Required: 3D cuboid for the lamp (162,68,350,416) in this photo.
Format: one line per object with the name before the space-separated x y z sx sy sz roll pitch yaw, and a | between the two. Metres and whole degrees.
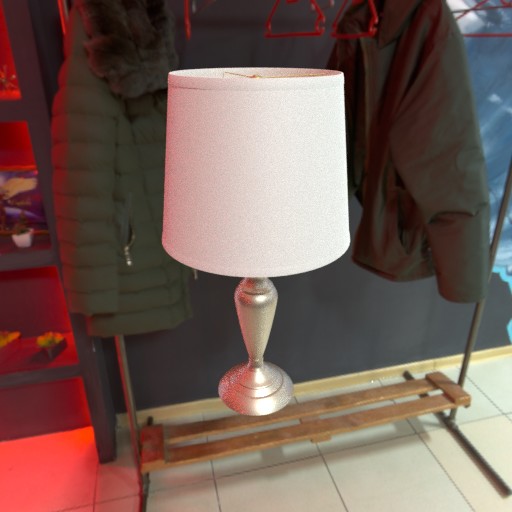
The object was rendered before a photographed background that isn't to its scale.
lamp | 0.000 0.000 0.807 0.328 0.619 0.328 0 26 0
